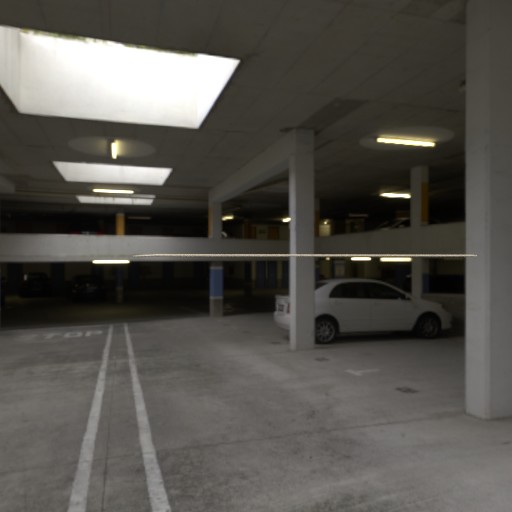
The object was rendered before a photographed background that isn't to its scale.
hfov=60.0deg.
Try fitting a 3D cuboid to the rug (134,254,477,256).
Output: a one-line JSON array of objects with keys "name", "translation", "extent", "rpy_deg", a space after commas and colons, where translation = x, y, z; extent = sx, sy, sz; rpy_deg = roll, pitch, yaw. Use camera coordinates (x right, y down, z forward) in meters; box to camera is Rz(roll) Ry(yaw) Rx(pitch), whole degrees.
[{"name": "rug", "translation": [0.000, 0.000, 2.973], "extent": [1.522, 0.008, 2.284], "rpy_deg": [0, 0, -18]}]
